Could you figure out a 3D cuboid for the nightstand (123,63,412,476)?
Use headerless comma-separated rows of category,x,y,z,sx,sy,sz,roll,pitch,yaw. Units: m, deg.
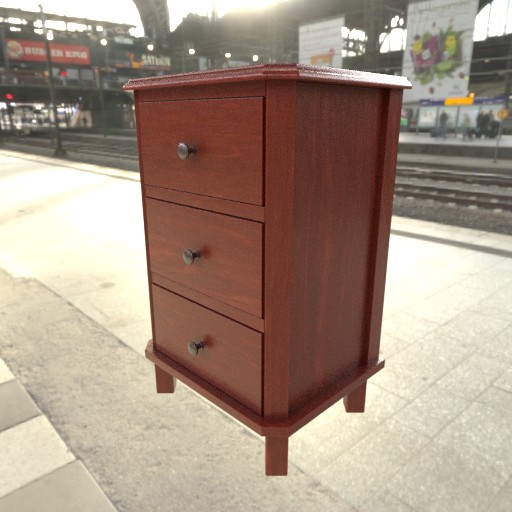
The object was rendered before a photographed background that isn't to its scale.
nightstand,0.000,0.000,0.914,0.351,0.681,0.435,-16,24,-42
